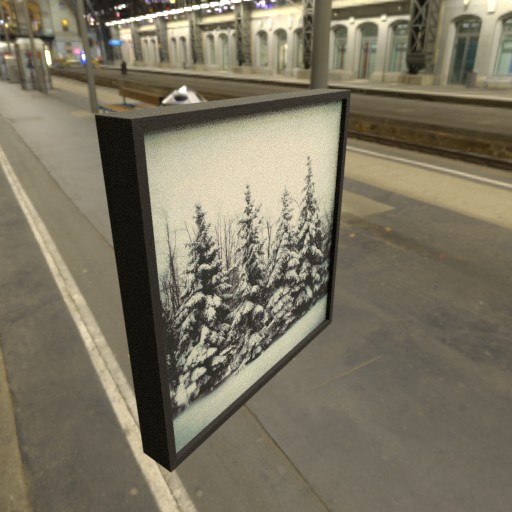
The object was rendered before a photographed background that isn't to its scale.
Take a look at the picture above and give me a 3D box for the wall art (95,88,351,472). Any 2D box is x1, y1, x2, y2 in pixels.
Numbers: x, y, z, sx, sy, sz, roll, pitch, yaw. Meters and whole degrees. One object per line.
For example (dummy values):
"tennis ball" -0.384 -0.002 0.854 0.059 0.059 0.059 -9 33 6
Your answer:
"wall art" 0.000 0.000 0.455 0.037 0.305 0.305 17 29 33
